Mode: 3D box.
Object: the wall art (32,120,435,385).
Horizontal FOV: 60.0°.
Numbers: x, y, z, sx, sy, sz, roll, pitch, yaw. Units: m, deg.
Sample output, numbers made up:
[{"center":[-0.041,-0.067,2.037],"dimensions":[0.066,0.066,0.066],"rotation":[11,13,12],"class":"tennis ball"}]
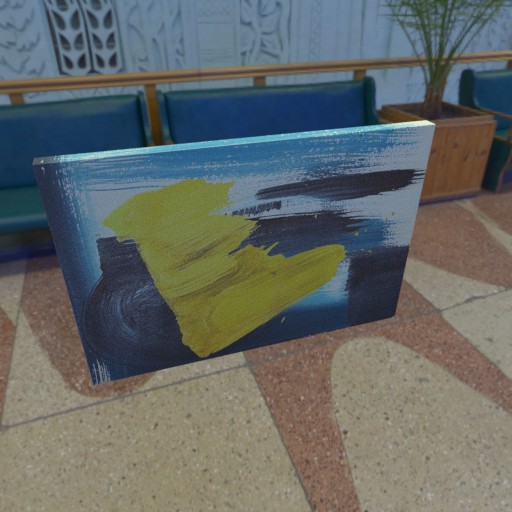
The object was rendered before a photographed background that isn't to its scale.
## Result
[{"center":[0.000,0.000,1.145],"dimensions":[0.914,0.610,0.039],"rotation":[-10,33,-15],"class":"wall art"}]
